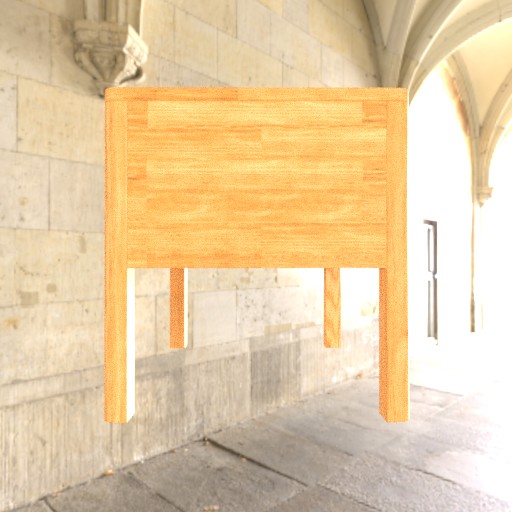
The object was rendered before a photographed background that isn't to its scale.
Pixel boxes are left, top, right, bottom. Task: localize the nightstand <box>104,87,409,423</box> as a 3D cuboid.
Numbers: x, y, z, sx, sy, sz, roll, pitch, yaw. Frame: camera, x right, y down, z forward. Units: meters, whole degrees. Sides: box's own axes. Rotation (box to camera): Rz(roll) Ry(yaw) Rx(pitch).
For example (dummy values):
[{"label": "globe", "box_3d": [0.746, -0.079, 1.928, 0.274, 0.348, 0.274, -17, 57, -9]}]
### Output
[{"label": "nightstand", "box_3d": [0.000, 0.000, 0.901, 0.440, 0.470, 0.560, 0, 0, 0]}]
